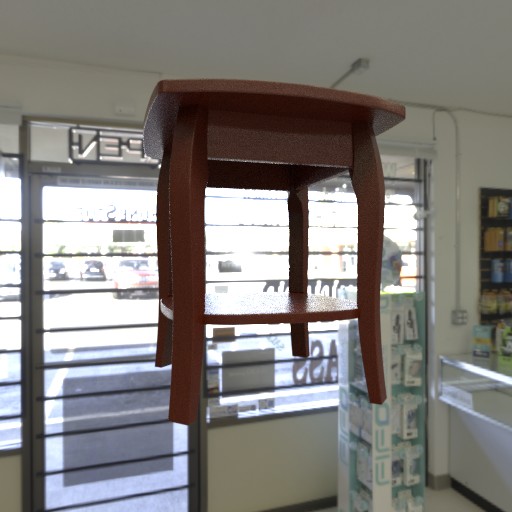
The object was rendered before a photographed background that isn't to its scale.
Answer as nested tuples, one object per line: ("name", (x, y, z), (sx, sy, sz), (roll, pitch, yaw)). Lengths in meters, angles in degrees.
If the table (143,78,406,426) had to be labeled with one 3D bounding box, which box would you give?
("table", (0.000, 0.000, 0.879), (0.433, 0.496, 0.502), (0, 0, -16))
